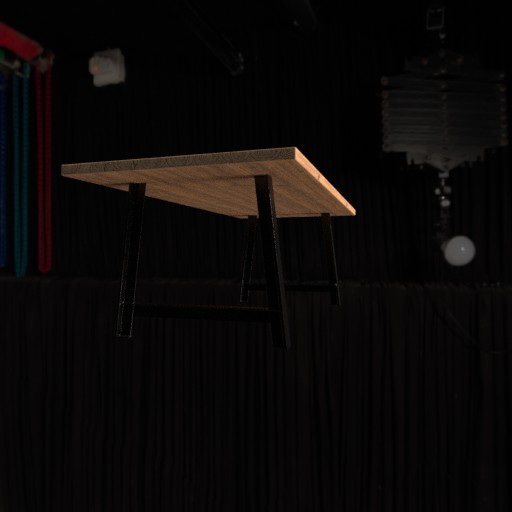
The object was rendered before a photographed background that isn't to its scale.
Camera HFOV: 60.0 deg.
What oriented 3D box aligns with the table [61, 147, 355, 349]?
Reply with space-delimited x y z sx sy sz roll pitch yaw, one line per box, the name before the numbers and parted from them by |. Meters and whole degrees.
table | 0.000 0.000 2.736 1.000 0.757 2.200 0 0 18
